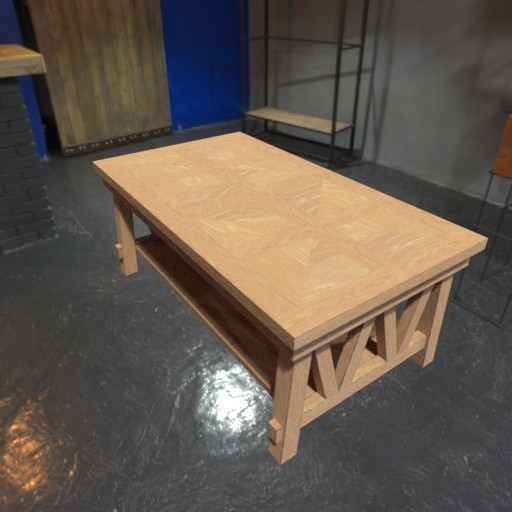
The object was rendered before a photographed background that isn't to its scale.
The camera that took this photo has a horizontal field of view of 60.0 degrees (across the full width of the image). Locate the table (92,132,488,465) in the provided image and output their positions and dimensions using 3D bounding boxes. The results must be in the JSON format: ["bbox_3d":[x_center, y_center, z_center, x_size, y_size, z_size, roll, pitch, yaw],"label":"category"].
[{"bbox_3d":[0.000,0.000,1.654,0.711,0.507,1.270,-21,37,-29],"label":"table"}]
